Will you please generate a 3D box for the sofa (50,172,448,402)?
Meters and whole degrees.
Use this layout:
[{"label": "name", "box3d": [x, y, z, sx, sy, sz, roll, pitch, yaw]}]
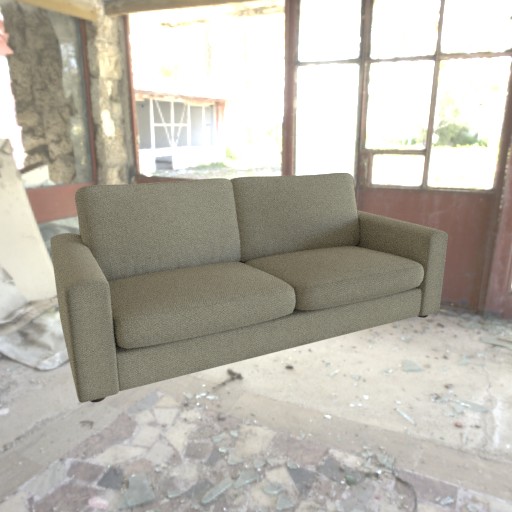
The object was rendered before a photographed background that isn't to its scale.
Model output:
[{"label": "sofa", "box3d": [0.000, 0.000, 2.655, 2.179, 0.873, 1.016, -8, 18, -26]}]
